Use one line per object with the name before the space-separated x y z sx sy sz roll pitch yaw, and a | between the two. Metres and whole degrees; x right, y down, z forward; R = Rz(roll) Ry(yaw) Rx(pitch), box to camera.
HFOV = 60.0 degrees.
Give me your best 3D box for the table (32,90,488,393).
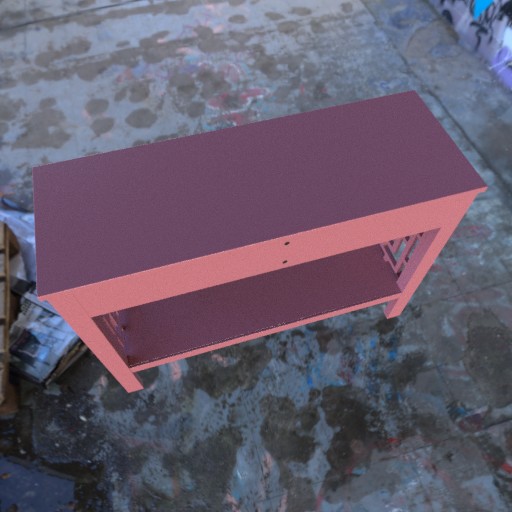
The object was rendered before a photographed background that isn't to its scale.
table | 0.000 0.000 1.422 1.068 0.753 0.397 -14 59 -9
